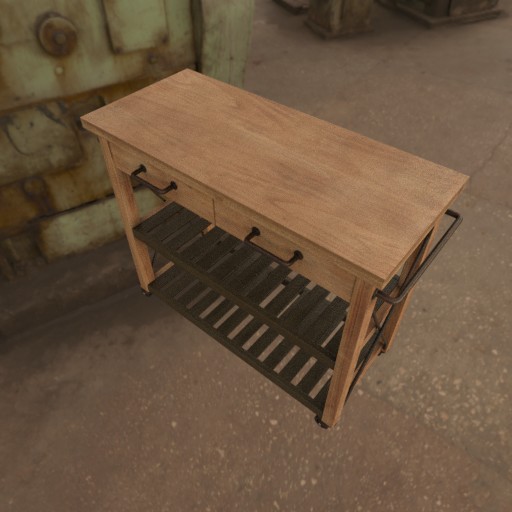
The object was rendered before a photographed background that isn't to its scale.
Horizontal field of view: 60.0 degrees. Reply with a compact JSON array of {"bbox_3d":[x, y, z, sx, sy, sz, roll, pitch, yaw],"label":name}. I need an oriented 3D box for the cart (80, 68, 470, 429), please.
[{"bbox_3d":[0.000,0.000,0.974,0.686,0.554,0.298,31,53,26],"label":"cart"}]
